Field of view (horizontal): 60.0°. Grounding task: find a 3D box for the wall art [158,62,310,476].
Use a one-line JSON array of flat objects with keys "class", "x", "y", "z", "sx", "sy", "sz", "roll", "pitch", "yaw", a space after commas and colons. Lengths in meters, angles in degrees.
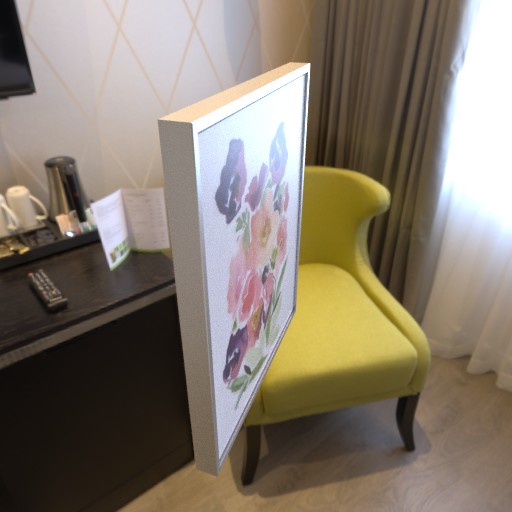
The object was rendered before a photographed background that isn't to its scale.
[{"class": "wall art", "x": 0.000, "y": 0.000, "z": 0.747, "sx": 0.038, "sy": 0.549, "sz": 0.452, "roll": 11, "pitch": 32, "yaw": 17}]
